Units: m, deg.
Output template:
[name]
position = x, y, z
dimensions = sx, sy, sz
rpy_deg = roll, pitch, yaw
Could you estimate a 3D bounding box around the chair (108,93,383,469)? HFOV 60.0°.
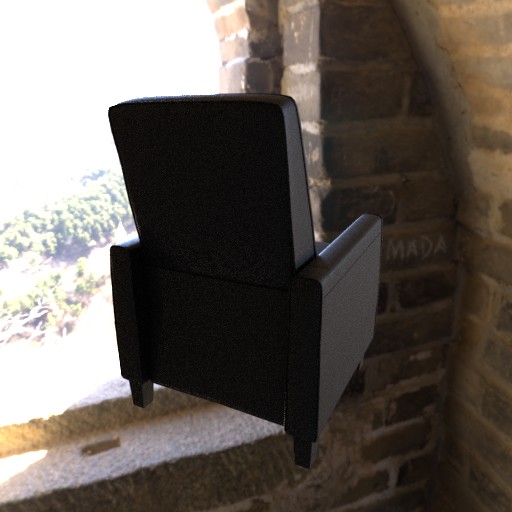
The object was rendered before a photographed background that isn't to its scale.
[chair]
position = 0.000, 0.000, 1.511
dimensions = 0.705, 1.013, 0.746
rpy_deg = 9, 19, 26
